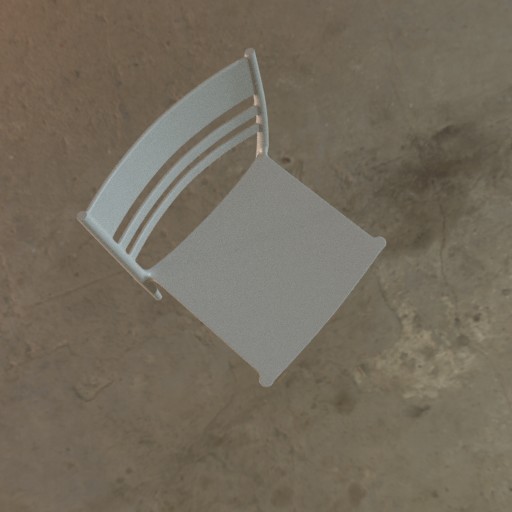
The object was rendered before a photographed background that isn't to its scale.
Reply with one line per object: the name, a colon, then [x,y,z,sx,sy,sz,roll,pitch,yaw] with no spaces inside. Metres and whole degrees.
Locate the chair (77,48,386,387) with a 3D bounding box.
chair: [0.000,0.000,1.172,0.511,0.800,0.531,40,79,10]
